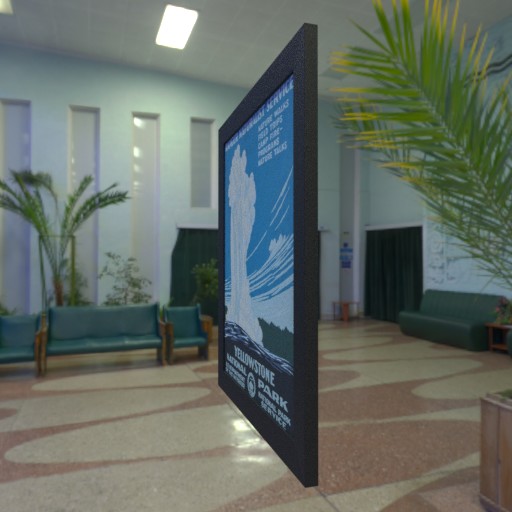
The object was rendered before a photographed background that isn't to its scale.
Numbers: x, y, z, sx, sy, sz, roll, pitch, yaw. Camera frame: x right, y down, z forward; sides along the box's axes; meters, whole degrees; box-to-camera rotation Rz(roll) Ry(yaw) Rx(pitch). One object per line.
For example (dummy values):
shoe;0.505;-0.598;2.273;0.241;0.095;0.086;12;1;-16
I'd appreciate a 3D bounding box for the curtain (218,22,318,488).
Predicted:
curtain;0.000;0.000;0.791;0.027;0.585;0.483;0;-1;-18
